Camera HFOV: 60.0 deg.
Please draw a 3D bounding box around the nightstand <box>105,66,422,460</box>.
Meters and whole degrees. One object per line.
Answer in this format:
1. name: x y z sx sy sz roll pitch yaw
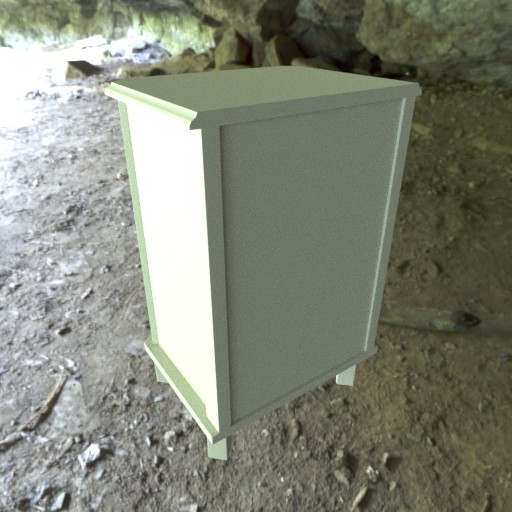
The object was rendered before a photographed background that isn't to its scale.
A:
1. nightstand: 0.000 0.000 0.919 0.435 0.681 0.351 -19 34 -30
